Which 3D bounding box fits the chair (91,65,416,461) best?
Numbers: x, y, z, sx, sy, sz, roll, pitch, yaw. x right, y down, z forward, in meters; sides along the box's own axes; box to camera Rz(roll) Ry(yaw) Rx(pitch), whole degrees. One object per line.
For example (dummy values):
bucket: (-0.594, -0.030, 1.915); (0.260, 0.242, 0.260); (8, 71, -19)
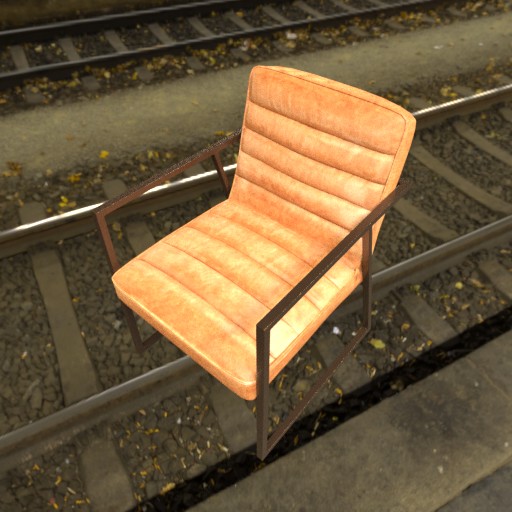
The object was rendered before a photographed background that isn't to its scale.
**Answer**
chair: (0.000, 0.000, 1.280); (0.571, 0.832, 0.677); (31, 52, 28)
